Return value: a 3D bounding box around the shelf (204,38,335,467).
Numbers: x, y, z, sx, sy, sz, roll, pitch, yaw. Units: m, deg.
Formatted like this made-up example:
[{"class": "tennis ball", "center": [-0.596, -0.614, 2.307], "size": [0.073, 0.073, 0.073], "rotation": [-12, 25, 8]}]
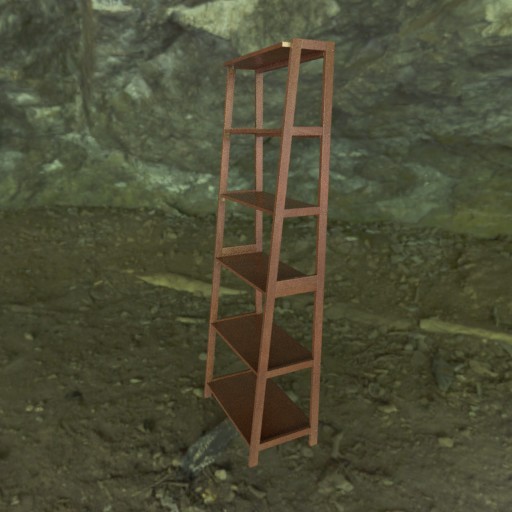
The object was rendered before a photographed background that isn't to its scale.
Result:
[{"class": "shelf", "center": [0.000, 0.000, 2.227], "size": [0.382, 1.892, 0.660], "rotation": [-8, 17, -25]}]
